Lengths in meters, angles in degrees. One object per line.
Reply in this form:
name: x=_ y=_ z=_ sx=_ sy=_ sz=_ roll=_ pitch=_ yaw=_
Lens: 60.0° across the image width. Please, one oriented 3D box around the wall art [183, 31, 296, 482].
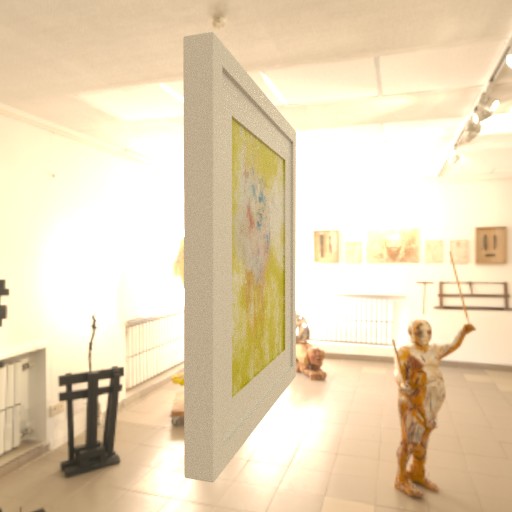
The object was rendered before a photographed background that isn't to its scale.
wall art: x=0.000 y=0.000 z=0.535 sx=0.028 sy=0.381 sz=0.331 roll=0 pitch=1 yaw=17
